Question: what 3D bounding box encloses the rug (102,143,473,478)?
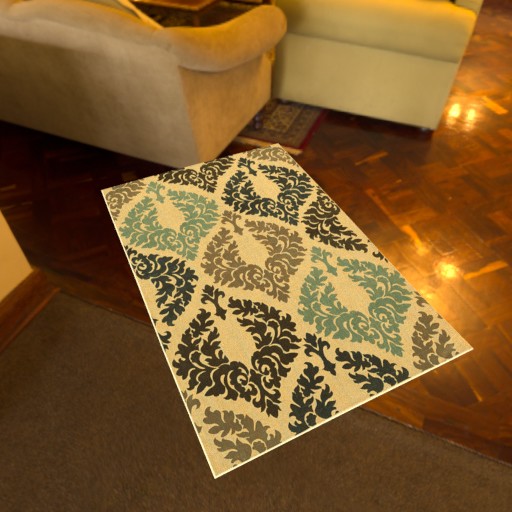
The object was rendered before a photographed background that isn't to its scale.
[{"bbox_3d":[0.000,0.000,2.876,1.514,0.014,2.275,-19,49,-18],"label":"rug"}]
